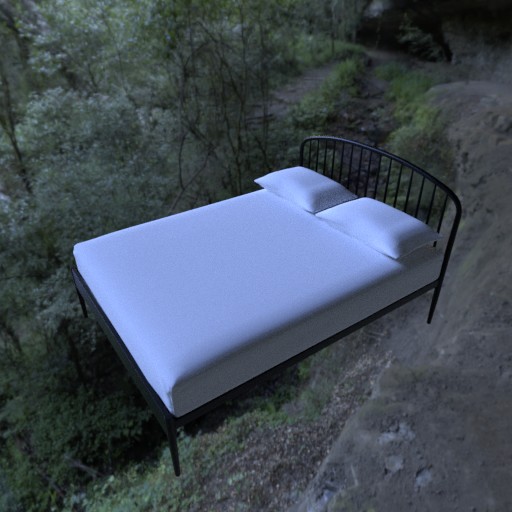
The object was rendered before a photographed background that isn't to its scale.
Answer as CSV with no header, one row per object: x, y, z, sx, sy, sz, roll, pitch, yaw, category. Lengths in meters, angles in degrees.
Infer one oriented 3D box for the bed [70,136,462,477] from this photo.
0.000,0.000,3.103,2.159,1.166,1.618,-21,38,-29,bed
